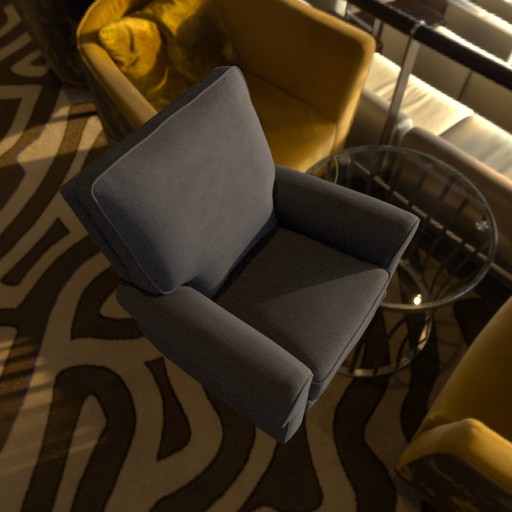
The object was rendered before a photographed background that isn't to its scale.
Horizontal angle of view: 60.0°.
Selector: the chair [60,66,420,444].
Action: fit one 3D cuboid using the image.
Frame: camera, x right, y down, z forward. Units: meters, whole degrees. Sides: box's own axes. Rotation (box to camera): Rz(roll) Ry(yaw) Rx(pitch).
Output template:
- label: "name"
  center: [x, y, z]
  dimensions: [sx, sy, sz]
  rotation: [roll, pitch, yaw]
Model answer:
- label: "chair"
  center: [0.000, 0.000, 1.586]
  dimensions: [0.878, 0.961, 0.890]
  rotation: [31, 61, 19]
